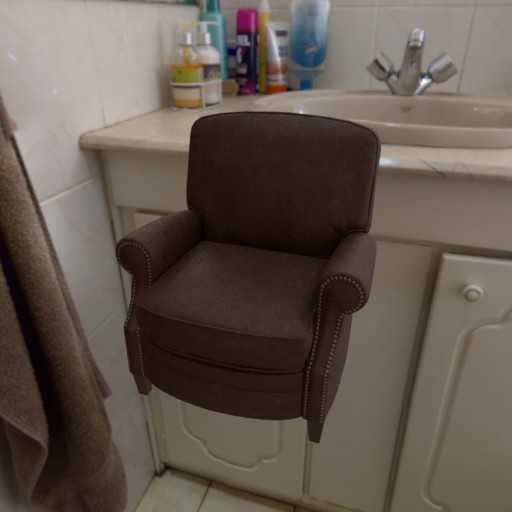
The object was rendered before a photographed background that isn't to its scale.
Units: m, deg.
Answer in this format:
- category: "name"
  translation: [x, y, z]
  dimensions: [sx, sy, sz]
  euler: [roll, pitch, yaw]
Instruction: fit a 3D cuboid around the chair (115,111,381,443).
- category: "chair"
  translation: [0.000, 0.000, 1.777]
  dimensions: [0.936, 1.018, 0.986]
  euler: [9, 28, 17]
